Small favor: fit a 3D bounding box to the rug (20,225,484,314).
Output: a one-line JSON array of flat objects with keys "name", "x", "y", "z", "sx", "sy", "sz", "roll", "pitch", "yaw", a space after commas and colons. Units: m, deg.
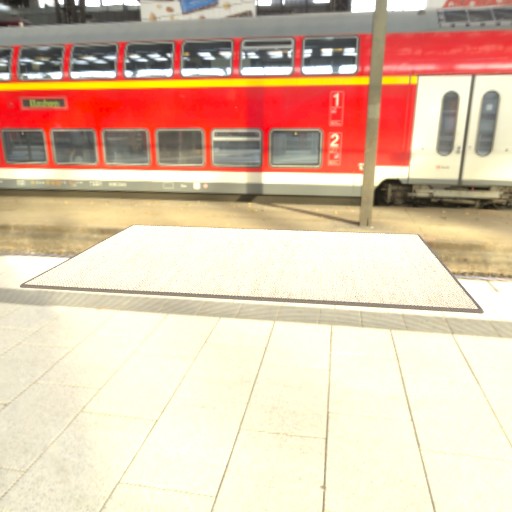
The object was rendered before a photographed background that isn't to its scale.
[{"name": "rug", "x": 0.000, "y": 0.000, "z": 2.074, "sx": 1.676, "sy": 0.013, "sz": 1.067, "roll": 2, "pitch": 17, "yaw": 8}]
